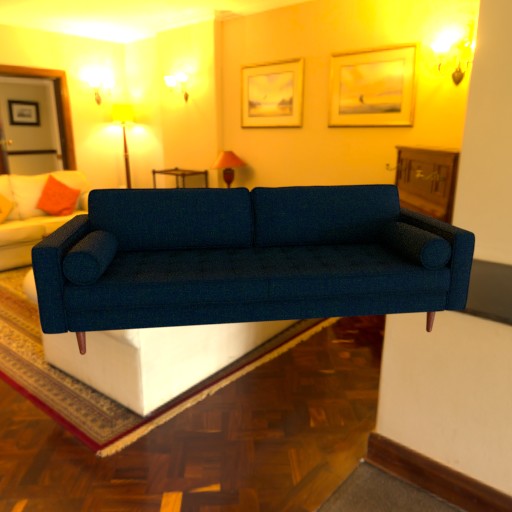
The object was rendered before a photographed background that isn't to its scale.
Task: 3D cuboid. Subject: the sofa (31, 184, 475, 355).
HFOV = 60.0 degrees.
[{"bbox_3d":[0.000,0.000,2.621,2.210,0.762,0.914,-2,16,-8],"label":"sofa"}]
